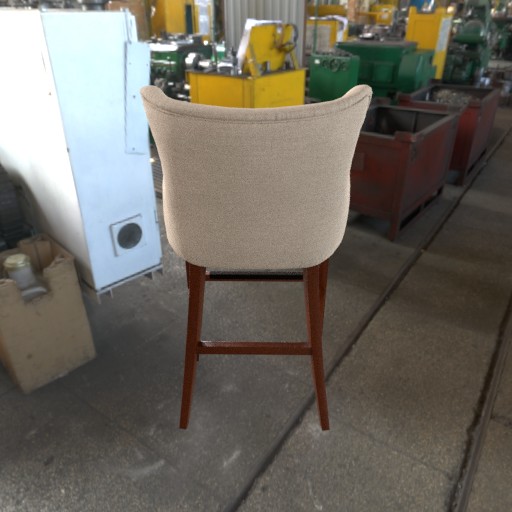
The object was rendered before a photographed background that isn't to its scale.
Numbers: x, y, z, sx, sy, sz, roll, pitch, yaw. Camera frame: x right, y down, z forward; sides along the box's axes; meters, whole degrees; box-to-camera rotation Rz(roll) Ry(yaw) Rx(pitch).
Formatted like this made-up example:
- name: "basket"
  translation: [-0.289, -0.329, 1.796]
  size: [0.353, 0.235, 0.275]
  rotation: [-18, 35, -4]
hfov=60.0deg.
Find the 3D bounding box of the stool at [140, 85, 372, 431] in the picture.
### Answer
- name: "stool"
  translation: [0.000, 0.000, 1.364]
  size: [0.556, 1.034, 0.563]
  rotation: [0, 30, 1]
